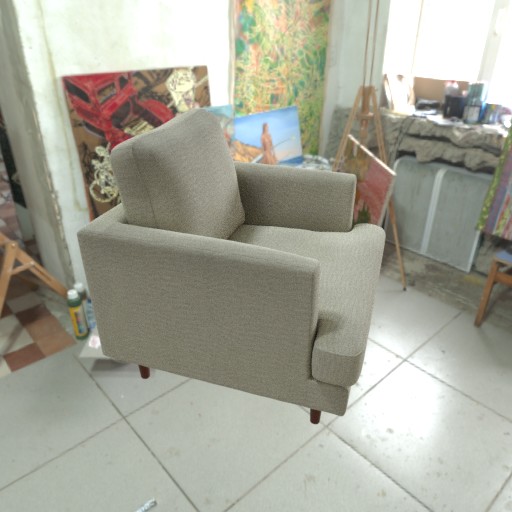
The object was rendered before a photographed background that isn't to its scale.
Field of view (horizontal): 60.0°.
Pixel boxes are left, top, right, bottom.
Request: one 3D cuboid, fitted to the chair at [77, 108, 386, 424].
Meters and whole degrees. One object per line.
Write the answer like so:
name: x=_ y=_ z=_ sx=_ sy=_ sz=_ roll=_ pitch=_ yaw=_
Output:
chair: x=0.000 y=0.000 z=1.667 sx=0.899 sy=0.957 sz=0.858 roll=9 pitch=31 yaw=16
